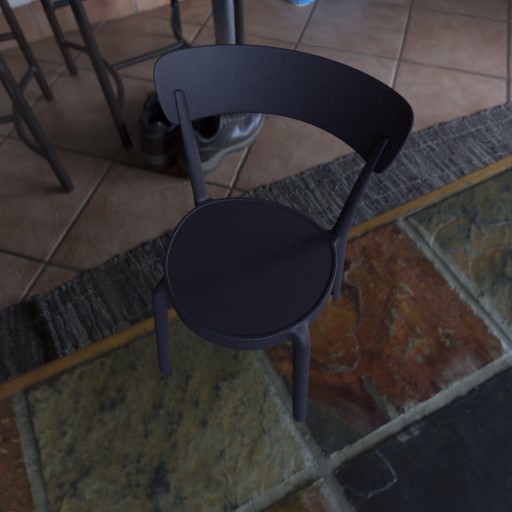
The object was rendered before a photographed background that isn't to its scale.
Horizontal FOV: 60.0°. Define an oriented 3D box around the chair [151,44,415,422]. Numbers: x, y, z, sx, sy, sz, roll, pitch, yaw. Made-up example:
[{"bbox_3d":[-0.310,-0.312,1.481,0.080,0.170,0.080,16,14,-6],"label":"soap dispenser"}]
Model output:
[{"bbox_3d":[0.000,0.000,1.078,0.506,0.790,0.491,16,58,10],"label":"chair"}]
